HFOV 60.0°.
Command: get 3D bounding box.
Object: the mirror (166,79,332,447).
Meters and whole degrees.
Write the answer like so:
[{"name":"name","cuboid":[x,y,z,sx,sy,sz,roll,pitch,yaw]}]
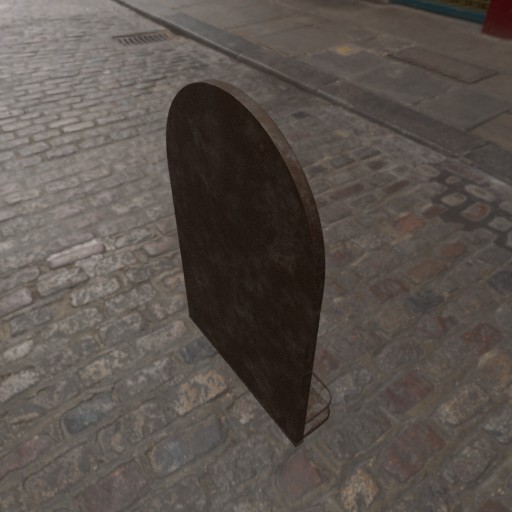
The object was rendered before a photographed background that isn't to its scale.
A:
[{"name":"mirror","cuboid":[0.000,0.000,0.987,0.137,0.770,0.510,-25,46,-27]}]
